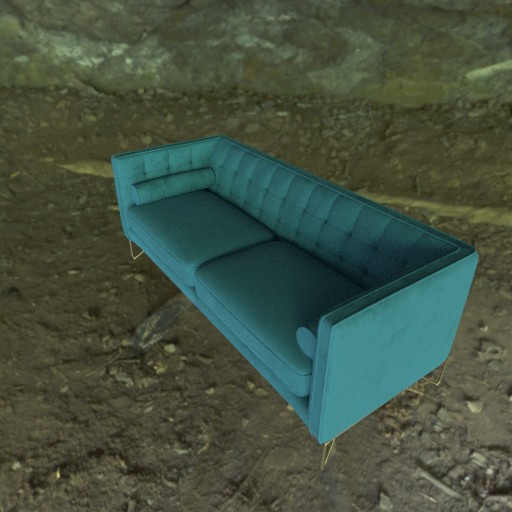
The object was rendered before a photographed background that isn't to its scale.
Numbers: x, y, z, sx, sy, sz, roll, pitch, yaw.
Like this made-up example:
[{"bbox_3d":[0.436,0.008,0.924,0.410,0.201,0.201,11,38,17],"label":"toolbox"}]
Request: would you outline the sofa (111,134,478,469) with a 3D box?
[{"bbox_3d":[0.000,0.000,2.518,0.867,0.789,2.087,-20,36,-29],"label":"sofa"}]
